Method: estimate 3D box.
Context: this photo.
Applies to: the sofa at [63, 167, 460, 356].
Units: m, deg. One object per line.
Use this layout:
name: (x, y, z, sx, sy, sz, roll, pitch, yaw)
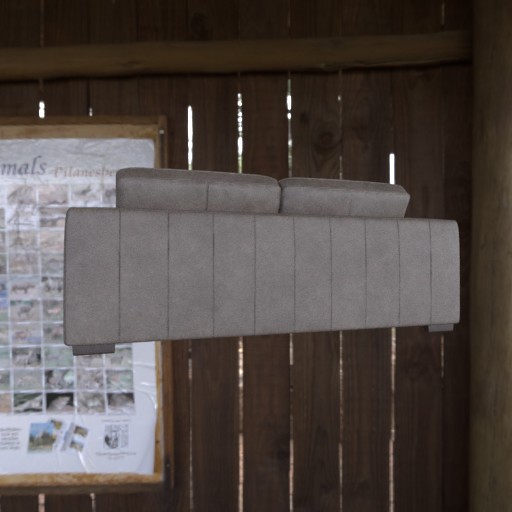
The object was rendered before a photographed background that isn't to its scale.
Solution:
sofa: (0.000, 0.000, 2.503, 1.920, 0.800, 1.070, 0, 0, -19)
